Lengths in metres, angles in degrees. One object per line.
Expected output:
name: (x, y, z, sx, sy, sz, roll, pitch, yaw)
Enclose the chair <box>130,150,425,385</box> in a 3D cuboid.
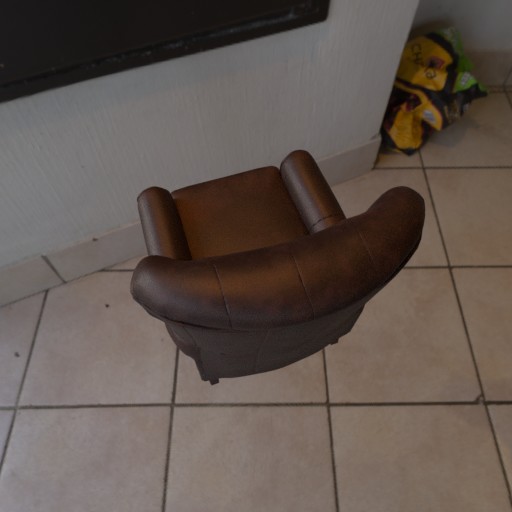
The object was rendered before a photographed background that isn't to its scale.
chair: (0.000, 0.000, 1.898, 0.948, 1.158, 1.058, -16, 60, -10)
